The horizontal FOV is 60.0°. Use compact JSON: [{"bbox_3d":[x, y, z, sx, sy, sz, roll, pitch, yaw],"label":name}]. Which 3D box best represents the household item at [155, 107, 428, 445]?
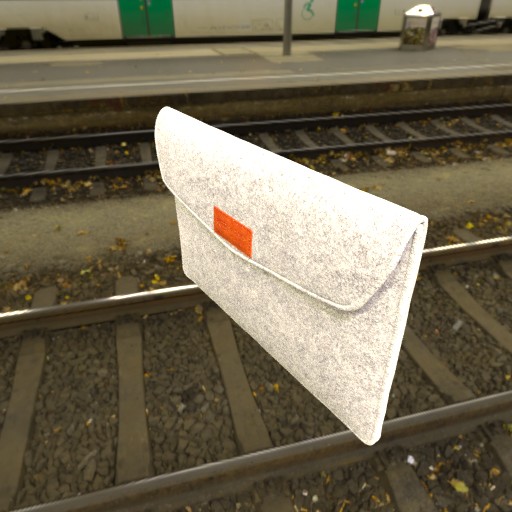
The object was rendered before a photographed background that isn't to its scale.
[{"bbox_3d":[0.000,0.000,0.432,0.057,0.221,0.335,-21,37,-30],"label":"household item"}]
